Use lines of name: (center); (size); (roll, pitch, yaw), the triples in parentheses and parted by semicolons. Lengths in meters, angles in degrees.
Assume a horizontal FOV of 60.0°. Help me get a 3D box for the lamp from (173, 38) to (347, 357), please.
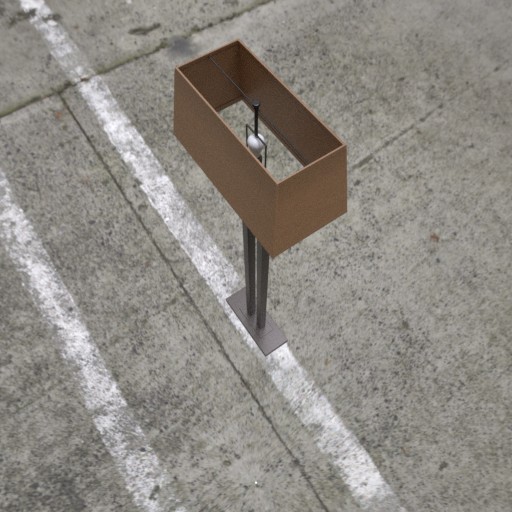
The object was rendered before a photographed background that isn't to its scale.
lamp: (0.000, 0.000, 1.620); (0.233, 1.469, 0.475); (-32, 67, -15)
